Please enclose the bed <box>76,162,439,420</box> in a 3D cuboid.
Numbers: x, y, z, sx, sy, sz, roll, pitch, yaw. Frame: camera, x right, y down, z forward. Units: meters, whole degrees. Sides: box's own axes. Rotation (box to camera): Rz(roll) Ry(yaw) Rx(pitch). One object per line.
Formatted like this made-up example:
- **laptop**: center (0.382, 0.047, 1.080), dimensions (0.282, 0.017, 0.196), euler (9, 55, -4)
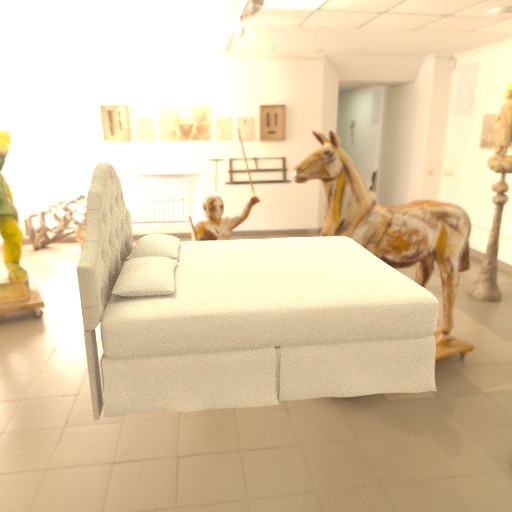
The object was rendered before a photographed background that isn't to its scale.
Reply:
- **bed**: center (0.000, 0.000, 3.828), dimensions (2.477, 1.617, 2.039), euler (-2, 16, -8)
